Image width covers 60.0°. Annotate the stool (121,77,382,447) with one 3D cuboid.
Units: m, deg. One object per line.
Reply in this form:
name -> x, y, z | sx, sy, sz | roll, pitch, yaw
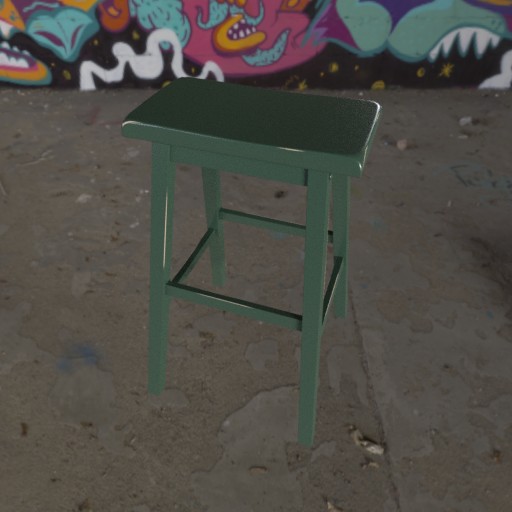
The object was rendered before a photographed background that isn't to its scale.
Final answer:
stool -> 0.000, 0.000, 1.081 | 0.457, 0.737, 0.476 | 13, 43, 15
